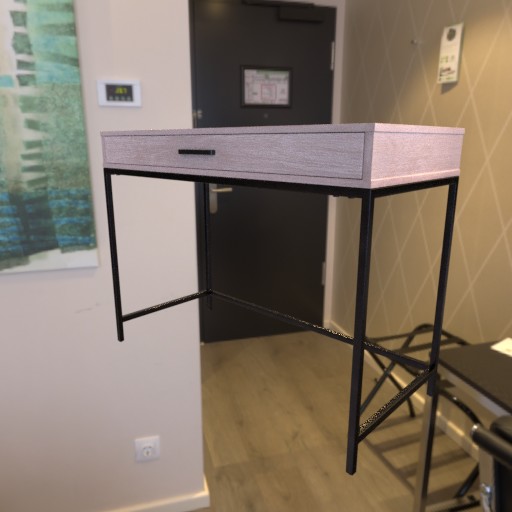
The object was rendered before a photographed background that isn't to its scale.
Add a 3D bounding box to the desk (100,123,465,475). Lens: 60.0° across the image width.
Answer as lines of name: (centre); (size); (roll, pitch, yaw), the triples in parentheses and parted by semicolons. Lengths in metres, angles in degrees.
desk: (0.000, 0.000, 1.393); (1.016, 0.762, 0.470); (13, 20, 42)
